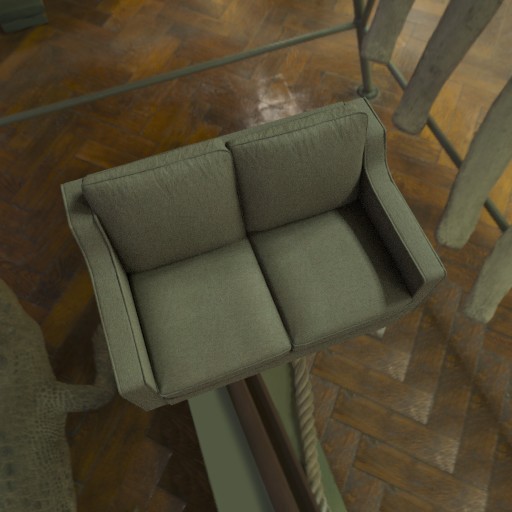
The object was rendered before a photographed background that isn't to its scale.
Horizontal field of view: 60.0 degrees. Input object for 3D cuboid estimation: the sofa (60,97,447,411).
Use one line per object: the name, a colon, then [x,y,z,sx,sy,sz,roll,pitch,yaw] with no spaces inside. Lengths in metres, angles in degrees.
sofa: [0.000,0.000,2.185,1.503,0.981,0.985,-19,66,-9]
